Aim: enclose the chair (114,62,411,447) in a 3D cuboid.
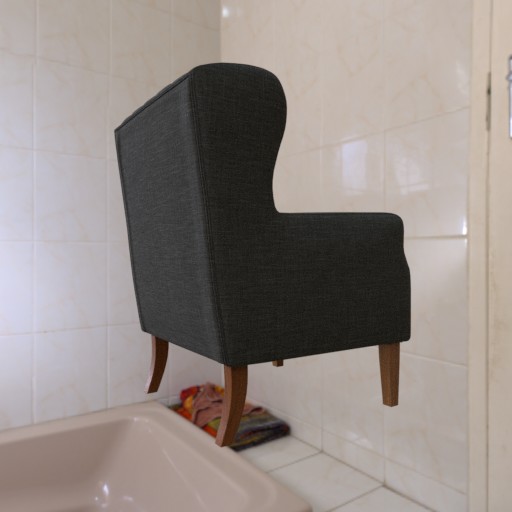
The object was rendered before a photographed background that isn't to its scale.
[{"bbox_3d":[0.000,0.000,1.486,0.775,0.953,0.711,0,0,-34],"label":"chair"}]
